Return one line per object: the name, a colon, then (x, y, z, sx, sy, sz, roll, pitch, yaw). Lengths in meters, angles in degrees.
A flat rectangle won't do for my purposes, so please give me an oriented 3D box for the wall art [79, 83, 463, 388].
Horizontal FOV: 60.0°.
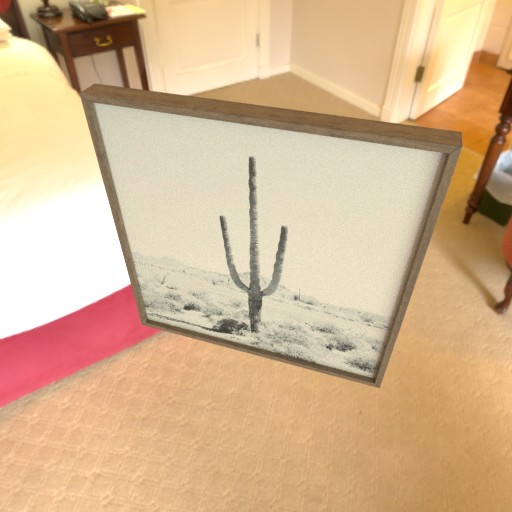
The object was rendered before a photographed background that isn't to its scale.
wall art: (0.000, 0.000, 0.747, 0.508, 0.508, 0.038, 12, 43, 13)
